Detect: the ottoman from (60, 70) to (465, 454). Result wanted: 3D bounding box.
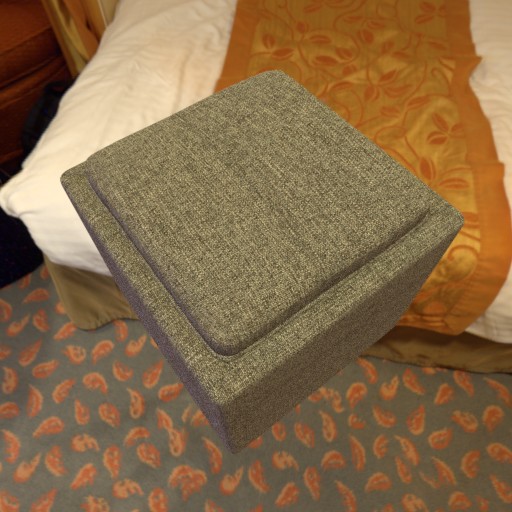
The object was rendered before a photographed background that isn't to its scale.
[{"bbox_3d":[0.000,0.000,0.814,0.450,0.460,0.450,-33,64,-19],"label":"ottoman"}]
